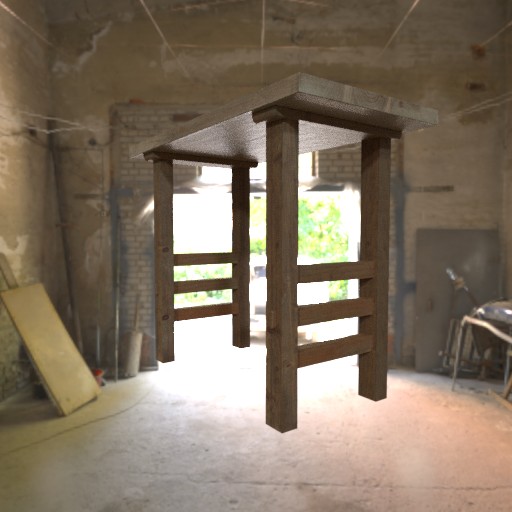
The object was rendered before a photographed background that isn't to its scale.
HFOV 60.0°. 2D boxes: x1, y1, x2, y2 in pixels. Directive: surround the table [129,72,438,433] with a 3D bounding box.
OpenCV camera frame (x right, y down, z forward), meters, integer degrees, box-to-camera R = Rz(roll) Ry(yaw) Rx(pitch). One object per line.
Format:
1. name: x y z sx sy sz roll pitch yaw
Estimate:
1. table: 0.000 0.000 1.657 0.556 0.914 1.119 -2 4 -35
